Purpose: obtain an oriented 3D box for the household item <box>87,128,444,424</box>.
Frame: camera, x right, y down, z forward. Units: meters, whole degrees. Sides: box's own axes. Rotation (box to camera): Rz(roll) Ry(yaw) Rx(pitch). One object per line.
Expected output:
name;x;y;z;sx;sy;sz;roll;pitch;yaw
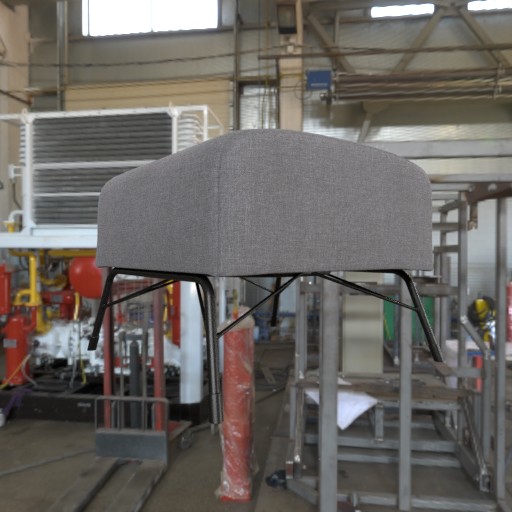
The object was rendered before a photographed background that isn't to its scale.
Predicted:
household item;0.000;0.000;0.914;0.530;0.410;0.530;0;1;-37
